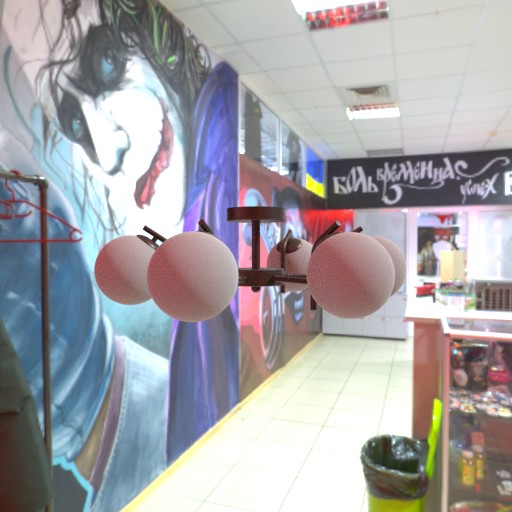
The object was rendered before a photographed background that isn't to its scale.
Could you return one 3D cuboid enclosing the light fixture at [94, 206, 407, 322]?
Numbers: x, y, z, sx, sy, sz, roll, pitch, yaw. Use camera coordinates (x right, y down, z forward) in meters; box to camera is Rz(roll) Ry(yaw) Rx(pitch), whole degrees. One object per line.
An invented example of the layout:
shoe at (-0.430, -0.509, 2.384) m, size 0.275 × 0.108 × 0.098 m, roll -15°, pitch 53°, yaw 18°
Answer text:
light fixture at (0.000, 0.000, 0.947) m, size 0.662 × 0.201 × 0.662 m, roll 0°, pitch 1°, yaw 0°
